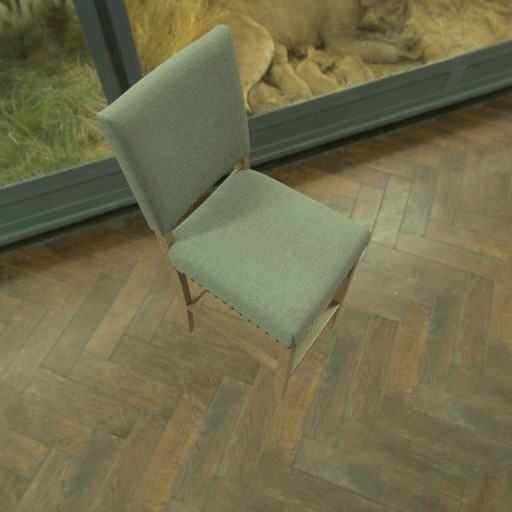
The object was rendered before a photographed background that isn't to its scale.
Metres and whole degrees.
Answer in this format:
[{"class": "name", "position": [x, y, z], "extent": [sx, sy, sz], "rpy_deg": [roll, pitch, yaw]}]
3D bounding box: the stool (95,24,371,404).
[{"class": "stool", "position": [0.000, 0.000, 1.473], "extent": [0.585, 1.203, 0.445], "rpy_deg": [32, 63, 18]}]
